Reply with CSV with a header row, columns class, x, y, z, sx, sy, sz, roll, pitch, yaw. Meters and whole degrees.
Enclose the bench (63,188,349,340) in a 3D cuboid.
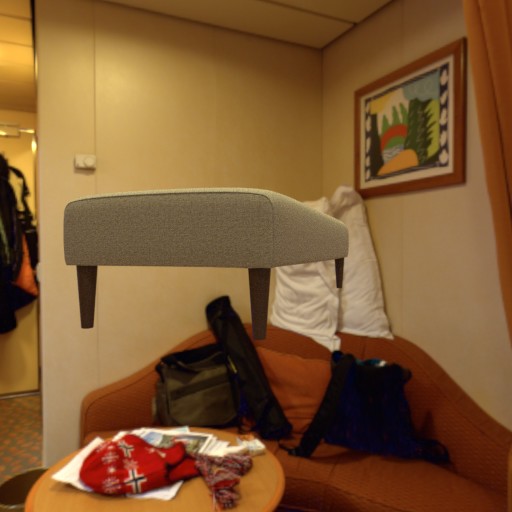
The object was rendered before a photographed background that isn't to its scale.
class,x,y,z,sx,sy,sz,roll,pitch,yaw
bench,0.000,0.000,1.874,0.631,0.383,1.598,0,1,18
